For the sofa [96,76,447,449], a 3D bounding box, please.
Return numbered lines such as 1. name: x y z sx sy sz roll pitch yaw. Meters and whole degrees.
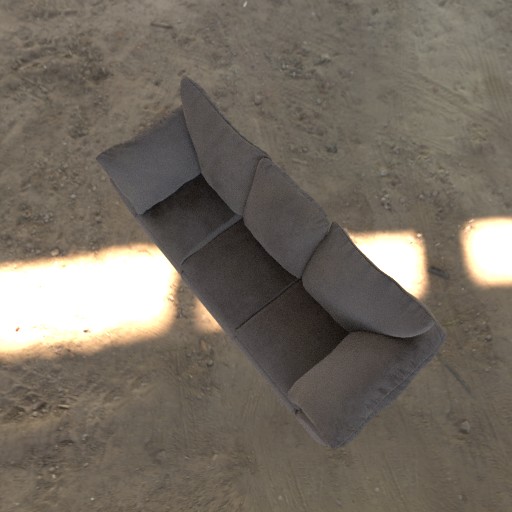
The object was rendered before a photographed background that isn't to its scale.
1. sofa: 0.000 0.000 2.866 0.878 1.073 2.336 -36 70 -16
